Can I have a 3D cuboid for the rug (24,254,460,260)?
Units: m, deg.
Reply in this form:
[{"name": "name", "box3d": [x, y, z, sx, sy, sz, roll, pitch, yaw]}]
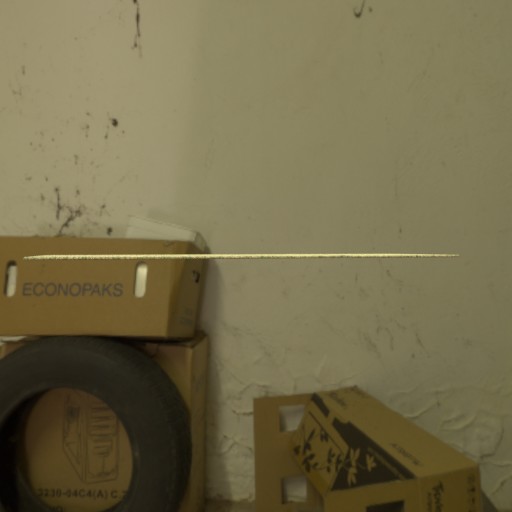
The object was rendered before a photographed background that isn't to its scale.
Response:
[{"name": "rug", "box3d": [0.000, 0.000, 2.549, 2.290, 0.014, 0.700, 0, 1, -19]}]
